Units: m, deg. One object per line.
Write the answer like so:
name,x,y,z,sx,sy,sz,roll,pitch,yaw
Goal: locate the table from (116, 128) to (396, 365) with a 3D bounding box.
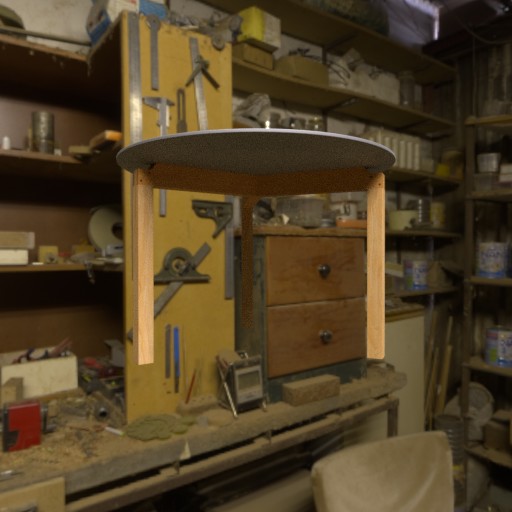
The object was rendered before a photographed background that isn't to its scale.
table,0.000,0.000,0.999,0.600,0.405,0.600,0,0,0
